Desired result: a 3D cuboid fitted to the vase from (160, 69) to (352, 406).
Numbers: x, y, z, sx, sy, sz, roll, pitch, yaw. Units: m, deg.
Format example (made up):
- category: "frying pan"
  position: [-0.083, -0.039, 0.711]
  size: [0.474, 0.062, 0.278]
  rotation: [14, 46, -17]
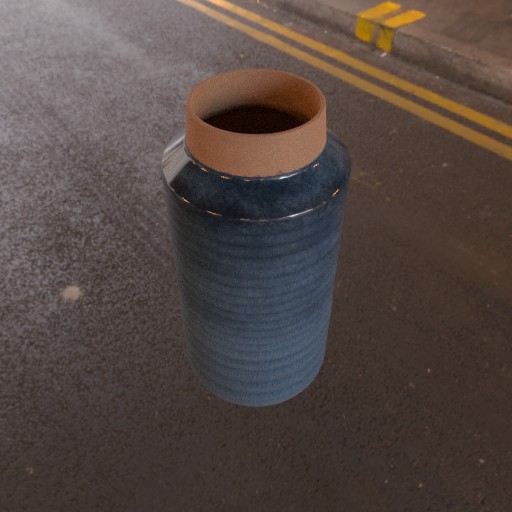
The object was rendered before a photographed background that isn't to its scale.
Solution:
- category: "vase"
  position: [0.000, 0.000, 0.420]
  size: [0.163, 0.316, 0.163]
  rotation: [0, 47, 0]
